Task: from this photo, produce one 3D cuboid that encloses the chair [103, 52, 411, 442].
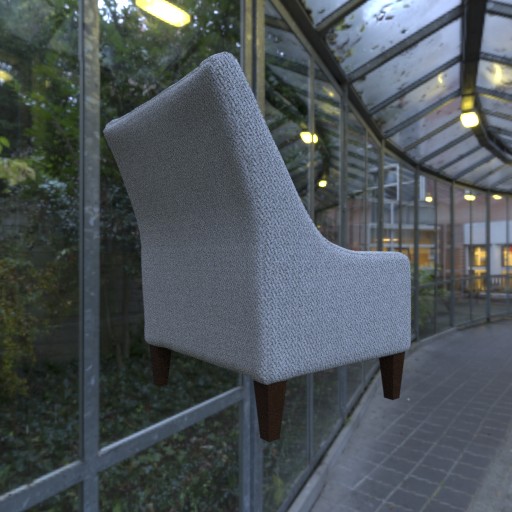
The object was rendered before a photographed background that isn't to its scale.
[{"bbox_3d":[0.000,0.000,1.622,0.870,1.014,0.774,0,0,-39],"label":"chair"}]
